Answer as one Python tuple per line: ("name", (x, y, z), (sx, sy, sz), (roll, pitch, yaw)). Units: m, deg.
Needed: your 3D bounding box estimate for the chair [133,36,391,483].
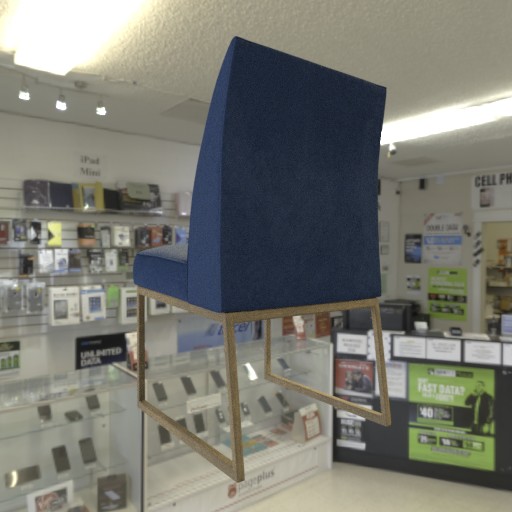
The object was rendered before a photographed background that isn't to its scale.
("chair", (0.000, 0.000, 1.195), (0.508, 0.863, 0.522), (-1, 1, -36))
